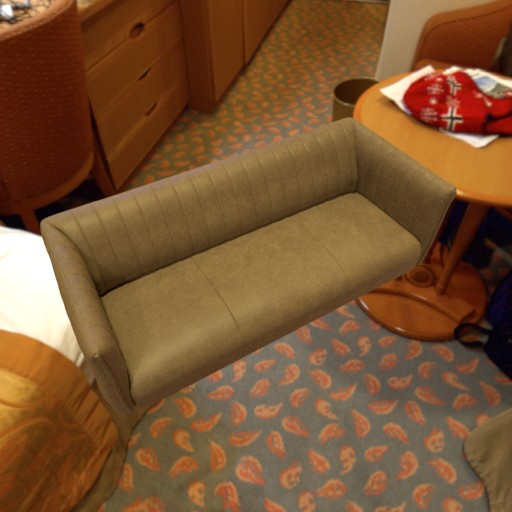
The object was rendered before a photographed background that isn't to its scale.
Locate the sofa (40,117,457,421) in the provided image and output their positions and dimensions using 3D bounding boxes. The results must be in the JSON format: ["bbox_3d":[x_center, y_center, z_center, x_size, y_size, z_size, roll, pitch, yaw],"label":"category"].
[{"bbox_3d":[0.000,0.000,2.456,1.980,0.779,0.876,-23,51,-21],"label":"sofa"}]
